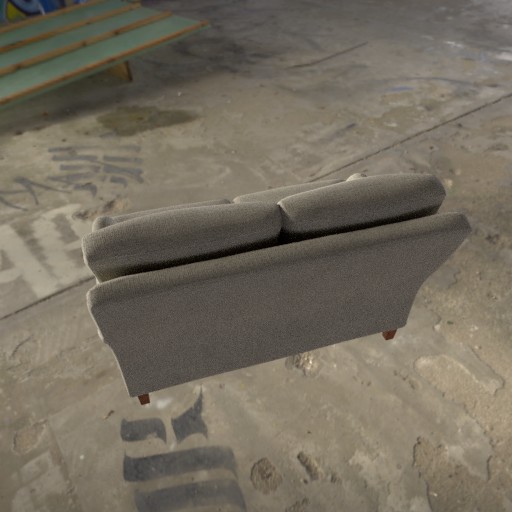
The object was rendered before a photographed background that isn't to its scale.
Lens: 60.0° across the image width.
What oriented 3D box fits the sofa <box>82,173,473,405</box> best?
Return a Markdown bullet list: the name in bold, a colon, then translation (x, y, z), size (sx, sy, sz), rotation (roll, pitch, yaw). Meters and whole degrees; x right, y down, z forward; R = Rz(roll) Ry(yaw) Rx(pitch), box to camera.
- **sofa**: translation (0.000, 0.000, 2.174), size (1.480, 0.999, 1.087), rotation (-11, 42, -13)
